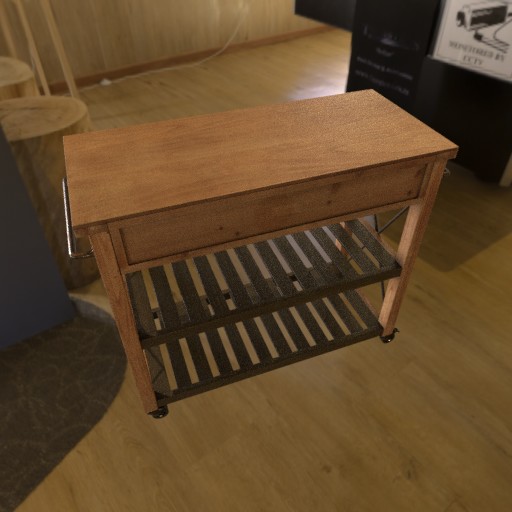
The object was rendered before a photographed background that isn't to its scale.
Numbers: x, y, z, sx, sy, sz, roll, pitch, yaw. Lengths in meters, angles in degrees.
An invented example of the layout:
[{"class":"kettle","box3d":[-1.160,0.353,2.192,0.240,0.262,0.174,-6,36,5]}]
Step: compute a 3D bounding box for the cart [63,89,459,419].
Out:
[{"class":"cart","box3d":[0.000,0.000,0.975,0.686,0.554,0.298,-14,43,-15]}]
